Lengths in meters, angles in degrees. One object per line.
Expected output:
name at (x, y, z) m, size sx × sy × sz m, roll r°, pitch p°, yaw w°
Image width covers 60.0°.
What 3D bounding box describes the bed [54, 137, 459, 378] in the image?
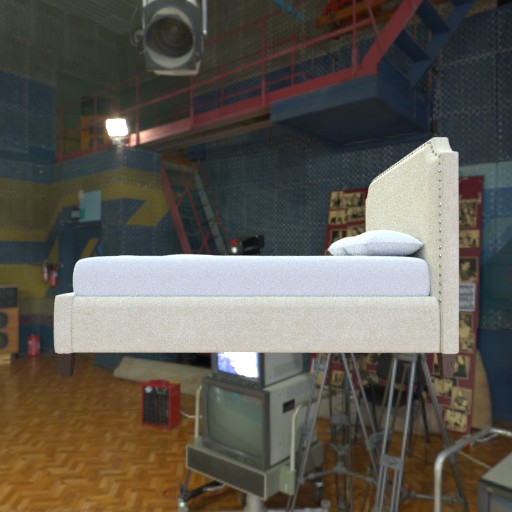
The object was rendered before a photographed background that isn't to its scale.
bed at (0.000, 0.000, 3.441) m, size 2.381 × 1.457 × 1.713 m, roll 0°, pitch -1°, yaw 0°
